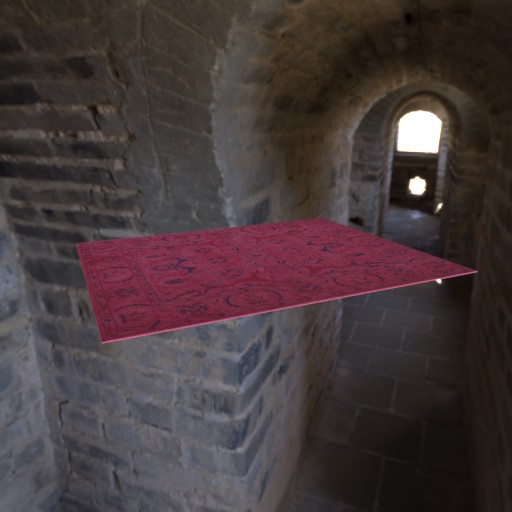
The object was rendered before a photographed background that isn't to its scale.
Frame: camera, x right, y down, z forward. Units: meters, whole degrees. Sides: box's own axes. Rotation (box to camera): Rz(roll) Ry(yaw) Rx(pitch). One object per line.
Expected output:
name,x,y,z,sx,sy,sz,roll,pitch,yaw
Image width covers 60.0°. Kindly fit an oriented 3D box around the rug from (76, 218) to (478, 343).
rug,0.000,0.000,4.031,2.929,0.012,2.300,-8,18,-24
